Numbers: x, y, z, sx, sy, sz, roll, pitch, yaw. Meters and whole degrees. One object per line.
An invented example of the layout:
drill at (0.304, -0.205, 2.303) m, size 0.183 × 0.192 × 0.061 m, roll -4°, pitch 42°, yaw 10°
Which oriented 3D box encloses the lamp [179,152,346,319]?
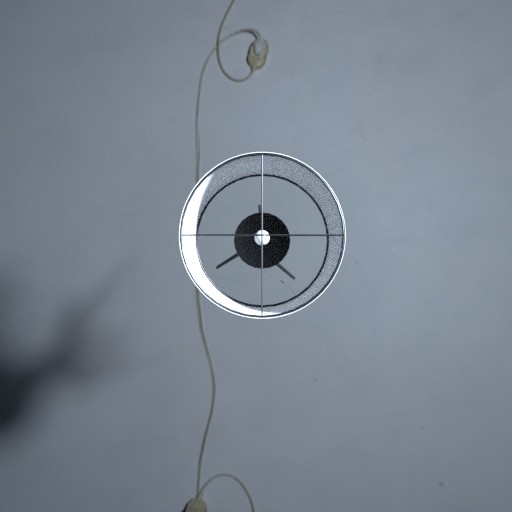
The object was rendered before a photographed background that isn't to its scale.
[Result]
lamp at (0.000, 0.000, 1.951) m, size 0.522 × 1.624 × 0.667 m, roll 0°, pitch 89°, yaw 1°
